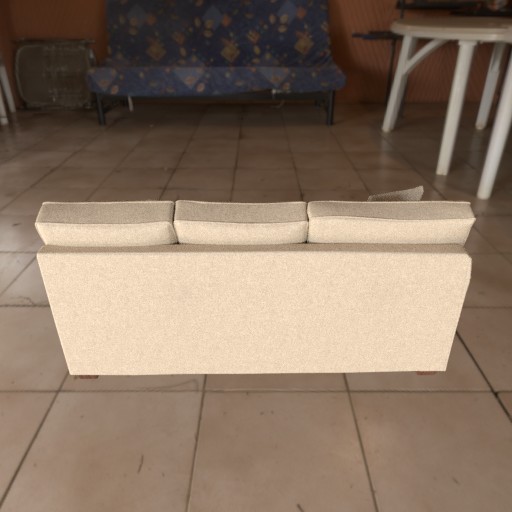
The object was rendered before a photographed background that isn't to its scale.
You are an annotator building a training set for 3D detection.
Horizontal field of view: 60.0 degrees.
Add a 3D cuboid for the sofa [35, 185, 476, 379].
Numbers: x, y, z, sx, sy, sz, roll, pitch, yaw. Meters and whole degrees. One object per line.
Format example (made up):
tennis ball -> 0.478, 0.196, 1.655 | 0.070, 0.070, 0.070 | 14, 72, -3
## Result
sofa -> 0.000, 0.000, 2.515 | 1.962, 0.946, 1.034 | 0, 29, -1
